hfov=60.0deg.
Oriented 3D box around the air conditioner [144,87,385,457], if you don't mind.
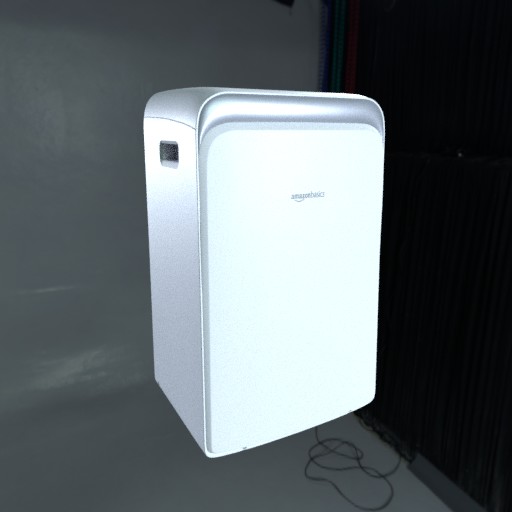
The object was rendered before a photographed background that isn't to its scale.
[{"bbox_3d":[0.000,0.000,1.081,0.478,0.765,0.467,-8,18,-26],"label":"air conditioner"}]
